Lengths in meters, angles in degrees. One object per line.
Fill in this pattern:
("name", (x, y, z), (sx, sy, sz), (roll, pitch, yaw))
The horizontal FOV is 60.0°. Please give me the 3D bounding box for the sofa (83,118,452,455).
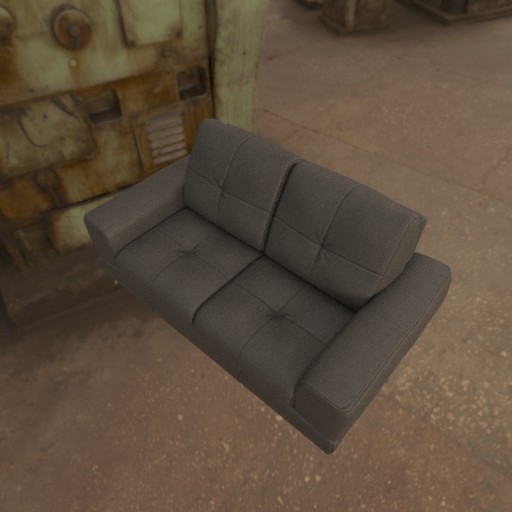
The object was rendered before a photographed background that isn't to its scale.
("sofa", (0.000, 0.000, 2.409), (1.806, 0.907, 1.018), (32, 54, 27))
